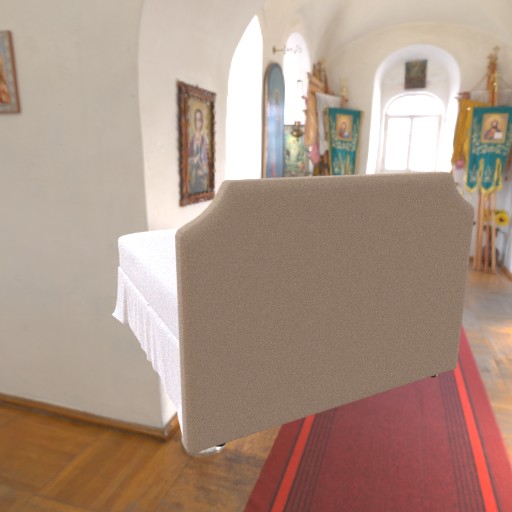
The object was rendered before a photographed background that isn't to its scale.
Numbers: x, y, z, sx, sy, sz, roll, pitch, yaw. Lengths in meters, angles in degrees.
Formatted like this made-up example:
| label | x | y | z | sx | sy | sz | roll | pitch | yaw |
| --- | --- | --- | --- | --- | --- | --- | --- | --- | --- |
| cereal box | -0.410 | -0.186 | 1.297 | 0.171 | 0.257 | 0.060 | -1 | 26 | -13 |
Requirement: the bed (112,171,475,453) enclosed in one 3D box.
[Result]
| label | x | y | z | sx | sy | sz | roll | pitch | yaw |
| --- | --- | --- | --- | --- | --- | --- | --- | --- | --- |
| bed | 0.000 | 0.000 | 3.261 | 1.828 | 1.301 | 2.204 | -7 | 16 | -26 |
